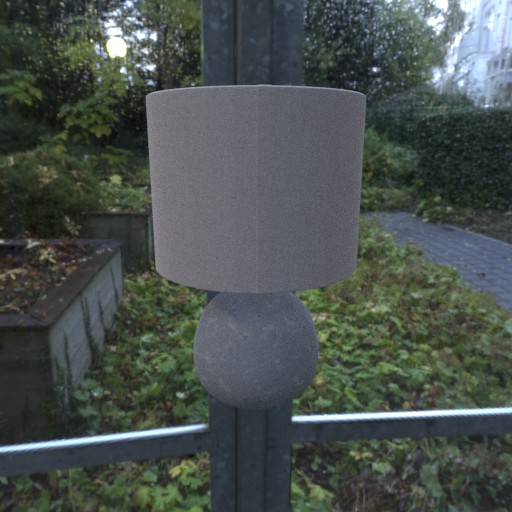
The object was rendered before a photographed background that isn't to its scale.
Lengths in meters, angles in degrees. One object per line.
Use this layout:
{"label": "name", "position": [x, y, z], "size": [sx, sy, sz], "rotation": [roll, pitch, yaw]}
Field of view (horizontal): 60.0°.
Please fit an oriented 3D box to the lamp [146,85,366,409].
{"label": "lamp", "position": [0.000, 0.000, 0.607], "size": [0.269, 0.409, 0.269], "rotation": [2, 15, 8]}
